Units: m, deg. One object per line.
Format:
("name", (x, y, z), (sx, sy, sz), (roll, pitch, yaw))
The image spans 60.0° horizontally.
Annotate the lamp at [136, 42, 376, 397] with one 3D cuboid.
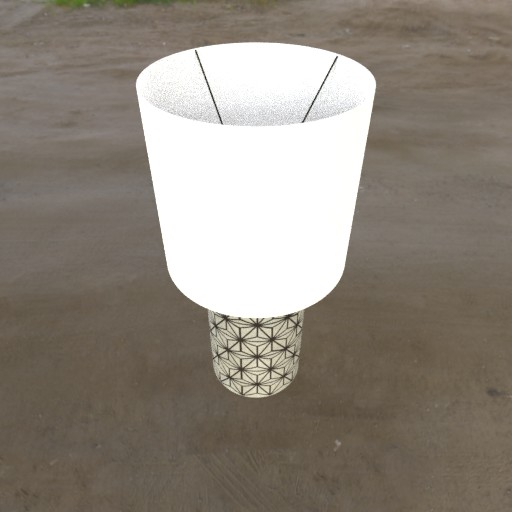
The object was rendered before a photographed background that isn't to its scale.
("lamp", (0.000, 0.000, 0.524), (0.206, 0.416, 0.206), (-26, 47, -27))
